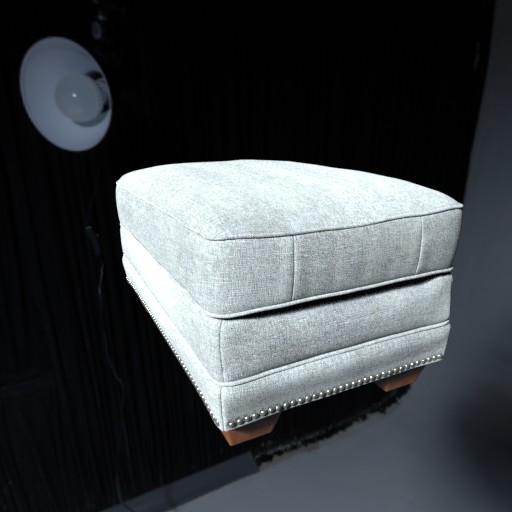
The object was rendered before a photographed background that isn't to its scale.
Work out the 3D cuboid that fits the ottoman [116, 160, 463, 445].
[{"bbox_3d":[0.000,0.000,1.131,0.561,0.457,0.813,-9,20,-25],"label":"ottoman"}]
